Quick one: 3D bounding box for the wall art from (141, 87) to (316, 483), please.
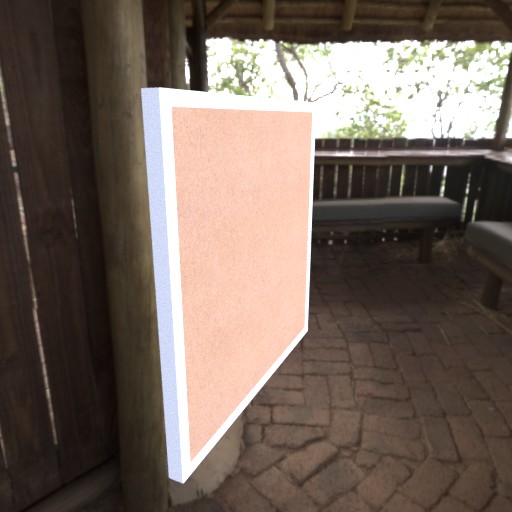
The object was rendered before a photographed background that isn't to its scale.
[{"bbox_3d":[0.000,0.000,1.130,0.036,0.760,0.760,8,19,25],"label":"wall art"}]
